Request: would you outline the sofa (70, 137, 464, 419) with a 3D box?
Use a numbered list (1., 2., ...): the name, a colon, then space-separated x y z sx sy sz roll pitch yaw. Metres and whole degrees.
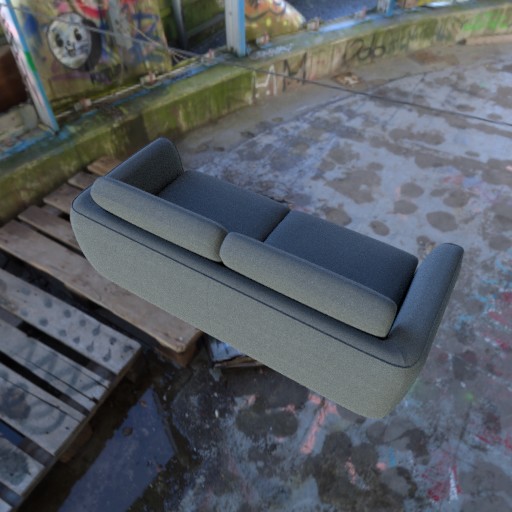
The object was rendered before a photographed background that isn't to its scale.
1. sofa: 0.000 0.000 2.474 2.000 0.850 0.920 24 52 20
